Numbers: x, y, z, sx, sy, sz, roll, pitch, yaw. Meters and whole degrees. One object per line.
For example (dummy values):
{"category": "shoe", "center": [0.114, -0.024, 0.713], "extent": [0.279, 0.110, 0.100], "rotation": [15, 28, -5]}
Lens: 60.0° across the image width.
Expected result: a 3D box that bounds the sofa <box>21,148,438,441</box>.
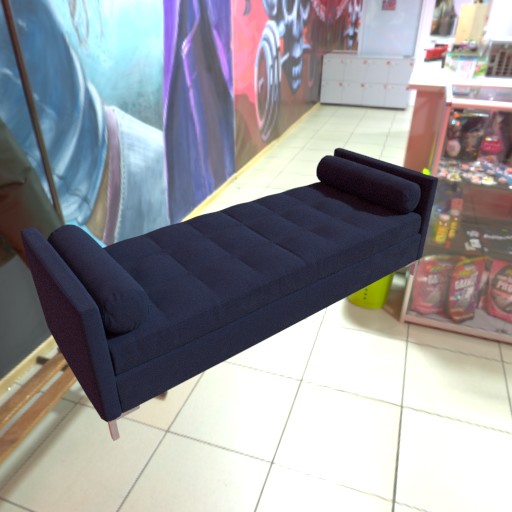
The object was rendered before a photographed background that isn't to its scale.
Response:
{"category": "sofa", "center": [0.000, 0.000, 2.419], "extent": [2.102, 0.657, 0.797], "rotation": [-21, 36, -32]}
